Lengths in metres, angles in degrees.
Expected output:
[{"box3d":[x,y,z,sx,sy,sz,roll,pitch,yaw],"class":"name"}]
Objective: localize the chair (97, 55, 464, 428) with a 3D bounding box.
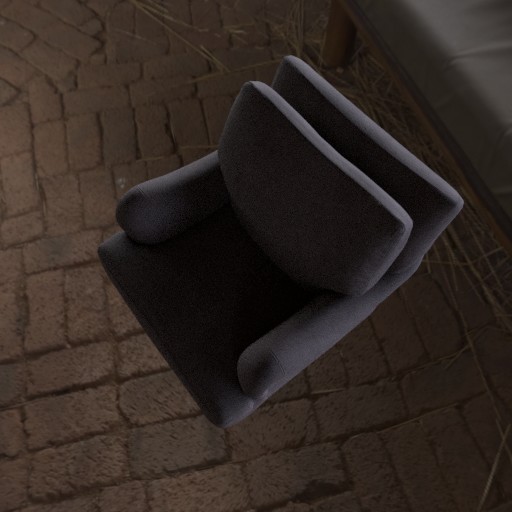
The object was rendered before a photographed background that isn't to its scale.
[{"box3d":[0.000,0.000,1.837,1.070,0.997,0.955,-35,69,-16],"class":"chair"}]
